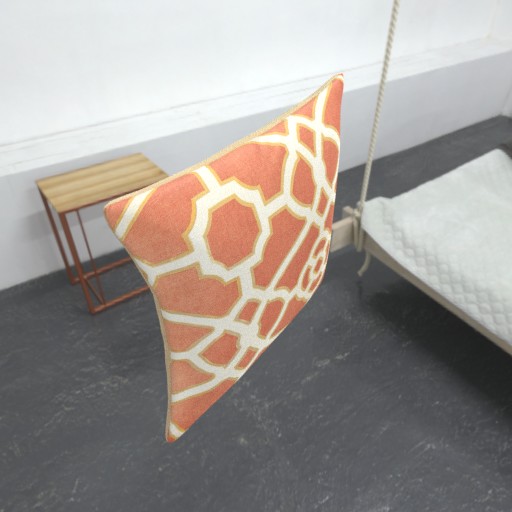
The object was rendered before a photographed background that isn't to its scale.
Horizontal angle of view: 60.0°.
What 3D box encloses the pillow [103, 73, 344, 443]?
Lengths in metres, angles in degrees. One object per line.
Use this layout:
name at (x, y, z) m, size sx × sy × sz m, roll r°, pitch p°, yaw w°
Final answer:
pillow at (0.000, 0.000, 0.811) m, size 0.166 × 0.508 × 0.552 m, roll 25°, pitch 46°, yaw 27°
